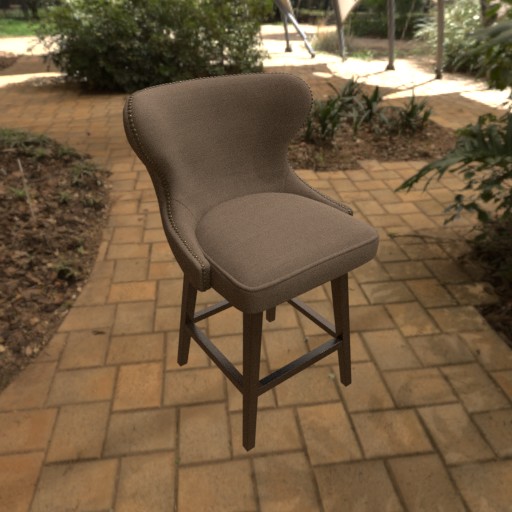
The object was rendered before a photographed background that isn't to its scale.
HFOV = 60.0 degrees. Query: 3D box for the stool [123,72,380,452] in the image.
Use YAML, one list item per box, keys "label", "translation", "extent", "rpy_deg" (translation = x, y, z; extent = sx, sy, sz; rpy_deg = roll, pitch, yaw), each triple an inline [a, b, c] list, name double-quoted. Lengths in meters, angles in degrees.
- label: "stool"
  translation: [0.000, 0.000, 1.381]
  extent: [0.615, 0.972, 0.597]
  rpy_deg: [-21, 38, -30]
